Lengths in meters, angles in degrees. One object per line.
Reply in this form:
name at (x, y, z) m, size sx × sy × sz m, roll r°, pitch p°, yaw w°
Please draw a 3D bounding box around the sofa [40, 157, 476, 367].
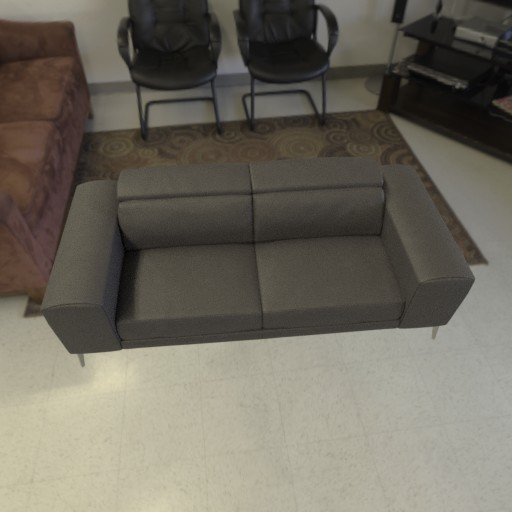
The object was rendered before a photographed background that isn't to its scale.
sofa at (0.000, 0.000, 2.843) m, size 2.330 × 0.814 × 1.048 m, roll -4°, pitch 47°, yaw -3°
